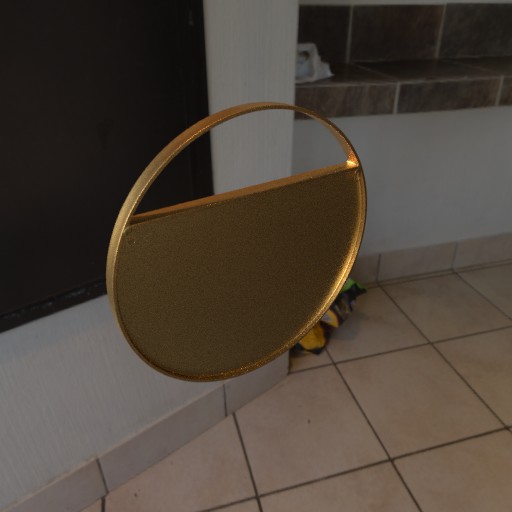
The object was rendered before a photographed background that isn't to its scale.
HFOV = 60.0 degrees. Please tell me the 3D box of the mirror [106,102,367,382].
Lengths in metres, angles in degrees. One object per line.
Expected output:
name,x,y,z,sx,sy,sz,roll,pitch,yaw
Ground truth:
mirror,0.000,0.000,0.856,0.565,0.565,0.032,-19,36,-29
